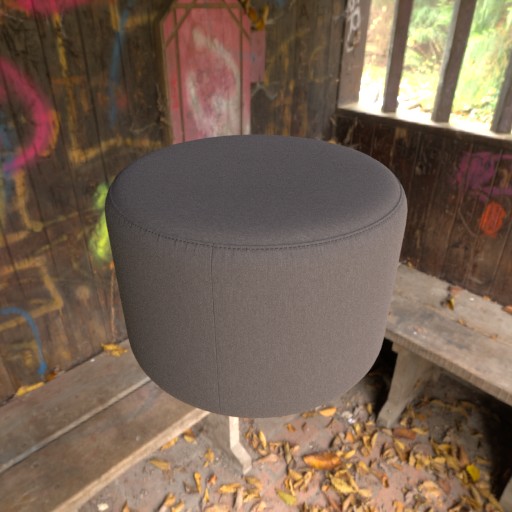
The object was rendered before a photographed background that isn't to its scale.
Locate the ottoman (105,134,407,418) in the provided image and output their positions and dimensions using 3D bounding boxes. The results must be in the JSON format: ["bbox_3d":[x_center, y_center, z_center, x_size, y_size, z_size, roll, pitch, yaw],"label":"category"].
[{"bbox_3d":[0.000,0.000,1.002,0.608,0.433,0.608,0,31,0],"label":"ottoman"}]
